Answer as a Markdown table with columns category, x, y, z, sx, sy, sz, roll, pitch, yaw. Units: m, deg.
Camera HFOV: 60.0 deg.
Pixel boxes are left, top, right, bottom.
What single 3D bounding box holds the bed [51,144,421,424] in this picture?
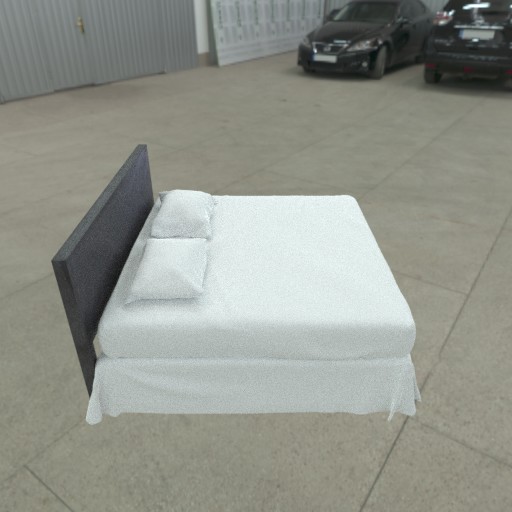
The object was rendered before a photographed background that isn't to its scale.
| category | x | y | z | sx | sy | sz | roll | pitch | yaw |
| --- | --- | --- | --- | --- | --- | --- | --- | --- | --- |
| bed | 0.000 | 0.000 | 3.458 | 2.165 | 1.158 | 2.255 | 0 | 31 | 0 |
